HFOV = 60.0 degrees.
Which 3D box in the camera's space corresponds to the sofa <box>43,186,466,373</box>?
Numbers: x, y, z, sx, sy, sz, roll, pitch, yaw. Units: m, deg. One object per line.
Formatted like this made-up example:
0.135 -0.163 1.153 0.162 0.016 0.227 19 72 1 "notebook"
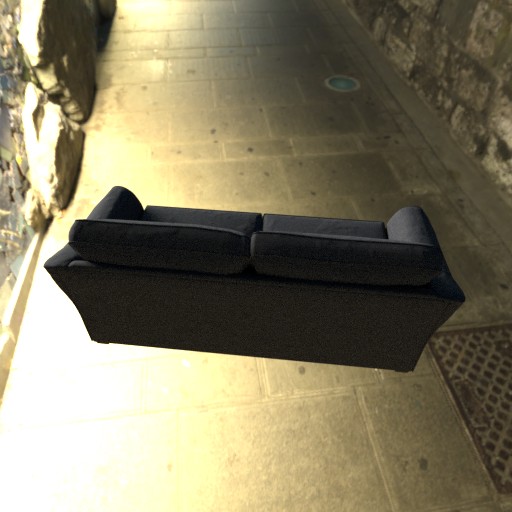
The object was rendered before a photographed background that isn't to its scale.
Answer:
0.000 0.000 2.843 2.270 0.950 0.971 4 46 4 "sofa"
